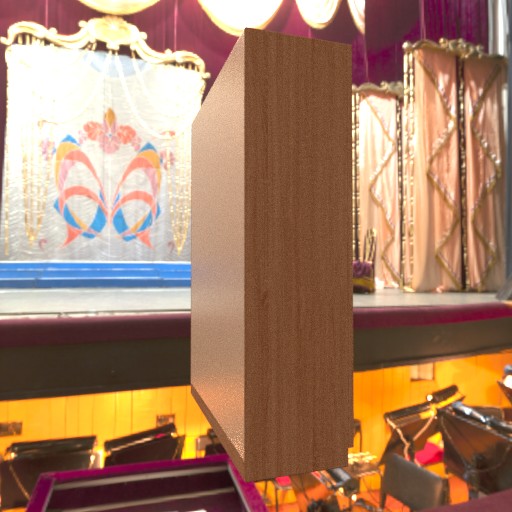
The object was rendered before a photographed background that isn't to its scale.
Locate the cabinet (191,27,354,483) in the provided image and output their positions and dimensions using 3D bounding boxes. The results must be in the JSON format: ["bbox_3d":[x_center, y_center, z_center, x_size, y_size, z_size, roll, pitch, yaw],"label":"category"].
[{"bbox_3d":[0.000,0.000,2.862,0.590,2.120,1.500,0,-1,-18],"label":"cabinet"}]
